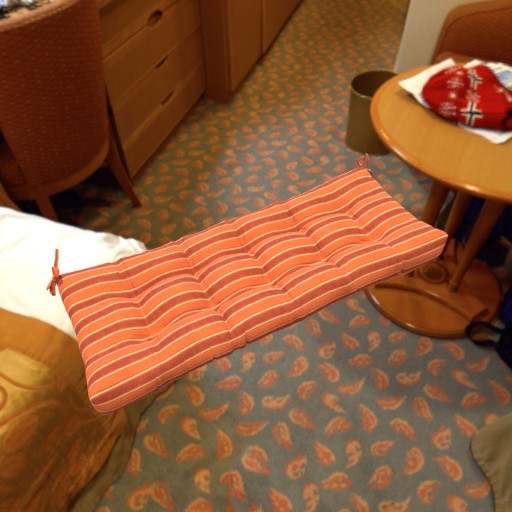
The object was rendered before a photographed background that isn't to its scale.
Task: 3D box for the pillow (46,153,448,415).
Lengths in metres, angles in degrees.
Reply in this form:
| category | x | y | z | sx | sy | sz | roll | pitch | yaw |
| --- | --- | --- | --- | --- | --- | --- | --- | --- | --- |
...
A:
| category | x | y | z | sx | sy | sz | roll | pitch | yaw |
| --- | --- | --- | --- | --- | --- | --- | --- | --- | --- |
| pillow | 0.000 | 0.000 | 1.366 | 1.194 | 0.174 | 0.511 | -22 | 51 | -19 |
